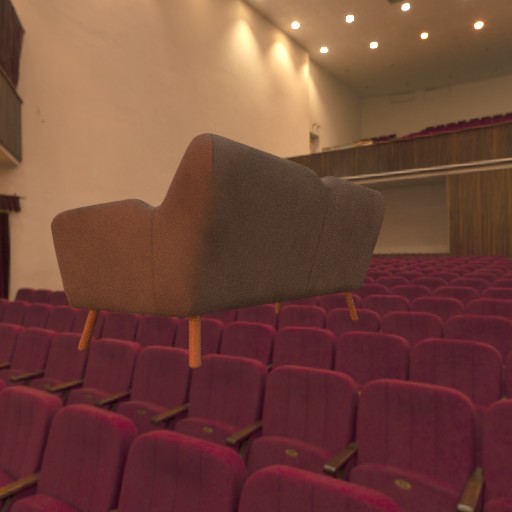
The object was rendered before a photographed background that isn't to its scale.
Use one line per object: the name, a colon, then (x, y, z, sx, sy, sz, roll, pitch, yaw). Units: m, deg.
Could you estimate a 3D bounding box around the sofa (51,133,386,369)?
sofa: (0.000, 0.000, 2.337, 0.850, 0.810, 1.870, 0, 0, 35)
